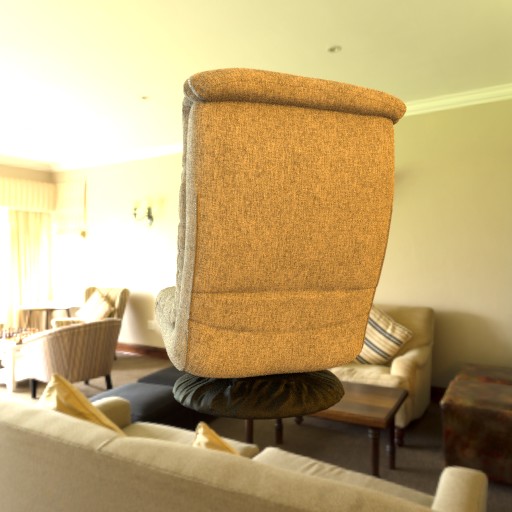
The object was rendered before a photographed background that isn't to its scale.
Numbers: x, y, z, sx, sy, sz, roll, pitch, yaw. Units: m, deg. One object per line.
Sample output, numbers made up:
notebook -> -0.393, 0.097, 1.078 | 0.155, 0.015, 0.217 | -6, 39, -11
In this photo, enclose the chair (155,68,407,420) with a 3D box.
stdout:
chair -> 0.000, 0.000, 0.975 | 0.400, 0.600, 0.583 | 0, 0, -18
